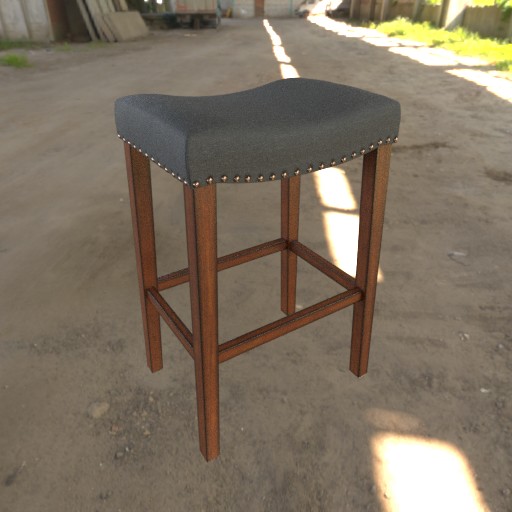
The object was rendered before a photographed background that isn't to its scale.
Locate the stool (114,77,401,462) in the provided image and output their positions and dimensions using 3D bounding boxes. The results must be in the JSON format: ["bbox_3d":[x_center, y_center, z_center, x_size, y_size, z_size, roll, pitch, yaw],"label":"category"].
[{"bbox_3d":[0.000,0.000,1.063,0.502,0.748,0.366,-18,35,-28],"label":"stool"}]
